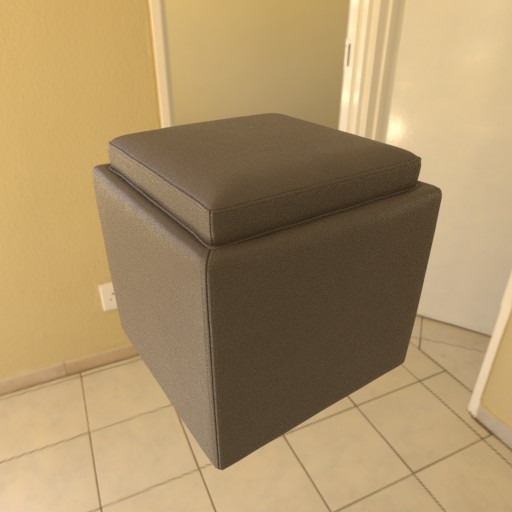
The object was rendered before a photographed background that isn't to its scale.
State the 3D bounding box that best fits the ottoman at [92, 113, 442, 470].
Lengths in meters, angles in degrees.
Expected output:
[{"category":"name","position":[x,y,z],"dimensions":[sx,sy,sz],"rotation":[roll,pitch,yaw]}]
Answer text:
[{"category":"ottoman","position":[0.000,0.000,0.836],"dimensions":[0.451,0.460,0.450],"rotation":[-18,34,-29]}]
